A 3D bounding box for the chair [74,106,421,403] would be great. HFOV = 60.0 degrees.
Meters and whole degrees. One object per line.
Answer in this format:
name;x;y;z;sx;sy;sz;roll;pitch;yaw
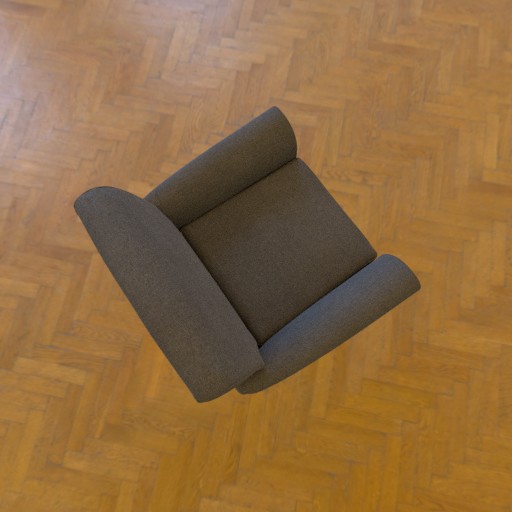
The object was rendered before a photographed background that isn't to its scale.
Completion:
chair;0.000;0.000;1.813;0.905;1.061;0.978;-34;77;-9
